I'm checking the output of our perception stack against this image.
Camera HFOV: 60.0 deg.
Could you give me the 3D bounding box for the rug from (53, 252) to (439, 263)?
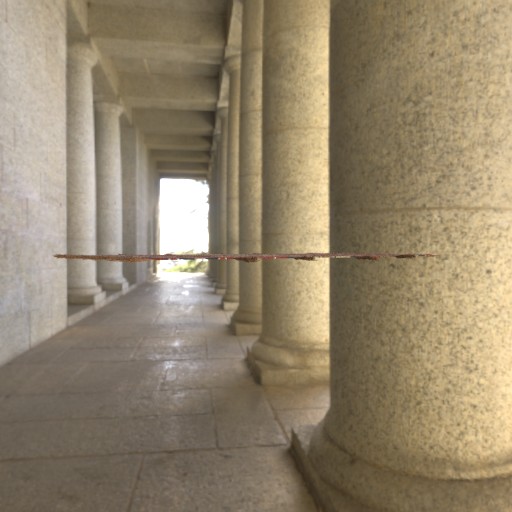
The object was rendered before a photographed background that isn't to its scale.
[{"bbox_3d":[0.000,0.000,3.213,2.450,0.048,1.778,-1,1,-37],"label":"rug"}]
